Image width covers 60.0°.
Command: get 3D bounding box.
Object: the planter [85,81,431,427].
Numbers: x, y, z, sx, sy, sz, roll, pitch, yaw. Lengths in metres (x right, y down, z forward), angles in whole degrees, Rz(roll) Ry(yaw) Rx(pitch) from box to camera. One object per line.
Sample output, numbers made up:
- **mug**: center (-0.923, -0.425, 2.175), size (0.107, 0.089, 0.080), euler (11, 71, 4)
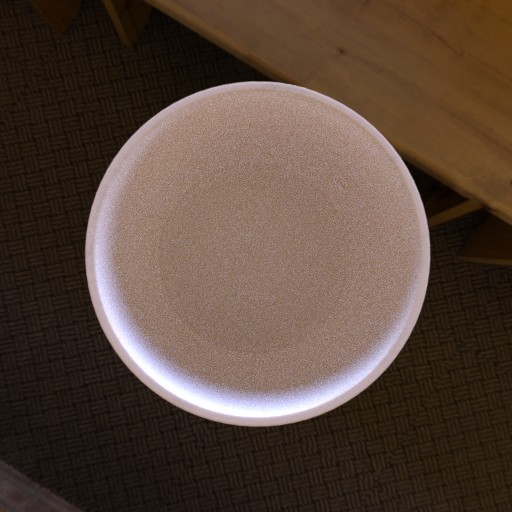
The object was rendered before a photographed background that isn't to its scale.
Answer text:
- **planter**: center (0.000, 0.000, 0.383), size (0.221, 0.201, 0.221), euler (0, 89, -1)
